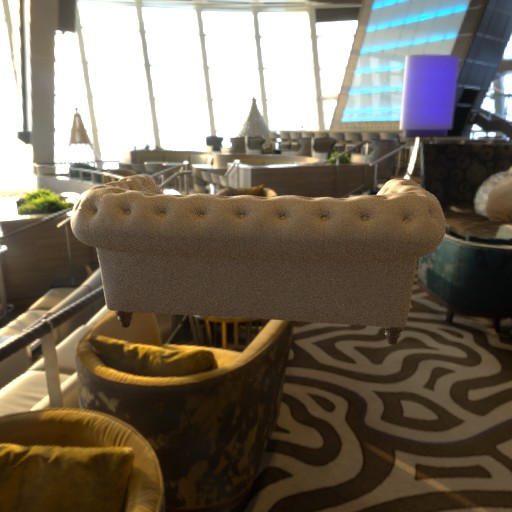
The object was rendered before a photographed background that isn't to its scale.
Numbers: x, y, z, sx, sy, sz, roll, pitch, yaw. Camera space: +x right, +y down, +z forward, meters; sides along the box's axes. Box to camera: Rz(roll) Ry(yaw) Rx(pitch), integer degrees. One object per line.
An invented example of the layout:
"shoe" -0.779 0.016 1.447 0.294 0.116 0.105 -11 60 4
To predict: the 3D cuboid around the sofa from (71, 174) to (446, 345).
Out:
"sofa" 0.000 0.000 2.560 1.988 0.835 1.069 2 16 8
